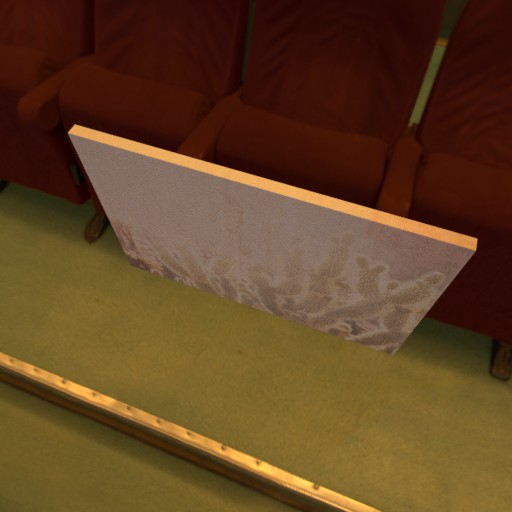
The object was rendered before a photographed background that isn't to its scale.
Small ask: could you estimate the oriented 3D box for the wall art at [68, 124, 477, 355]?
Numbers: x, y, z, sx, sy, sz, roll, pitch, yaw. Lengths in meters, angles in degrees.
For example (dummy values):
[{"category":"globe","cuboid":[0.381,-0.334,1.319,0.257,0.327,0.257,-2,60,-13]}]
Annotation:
[{"category":"wall art","cuboid":[0.000,0.000,1.500,1.142,0.758,0.041,18,60,11]}]
